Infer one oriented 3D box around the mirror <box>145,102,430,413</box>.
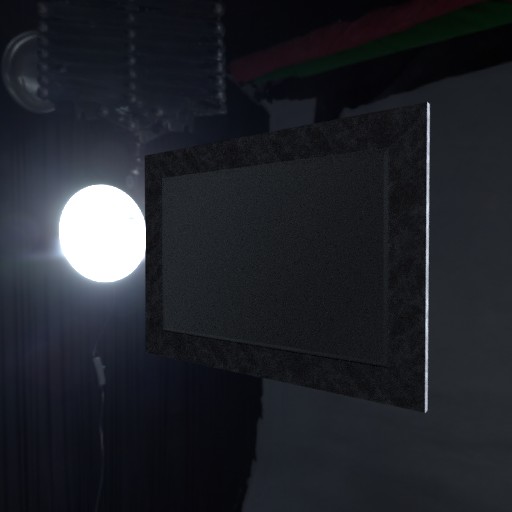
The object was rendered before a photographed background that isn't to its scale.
[{"bbox_3d":[0.000,0.000,1.471,1.101,0.795,0.022,1,1,37],"label":"mirror"}]
